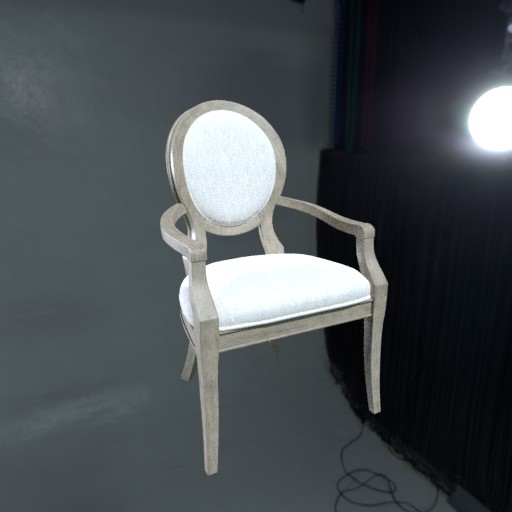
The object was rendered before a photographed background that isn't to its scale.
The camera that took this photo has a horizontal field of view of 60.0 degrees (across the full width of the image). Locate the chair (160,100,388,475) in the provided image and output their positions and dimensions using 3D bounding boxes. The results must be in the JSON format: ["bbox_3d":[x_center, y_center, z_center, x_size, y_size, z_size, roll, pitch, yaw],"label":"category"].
[{"bbox_3d":[0.000,0.000,1.443,0.611,0.991,0.602,-8,17,-27],"label":"chair"}]
